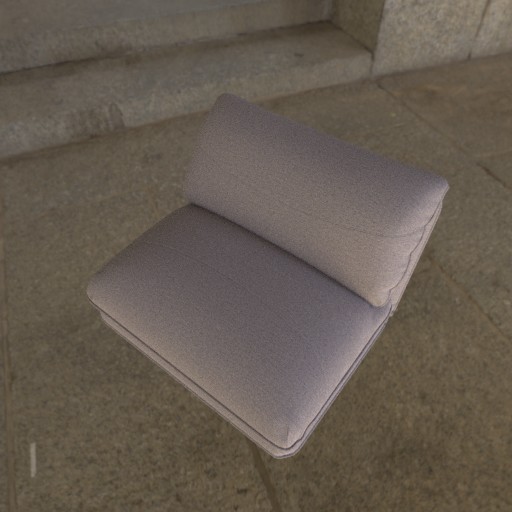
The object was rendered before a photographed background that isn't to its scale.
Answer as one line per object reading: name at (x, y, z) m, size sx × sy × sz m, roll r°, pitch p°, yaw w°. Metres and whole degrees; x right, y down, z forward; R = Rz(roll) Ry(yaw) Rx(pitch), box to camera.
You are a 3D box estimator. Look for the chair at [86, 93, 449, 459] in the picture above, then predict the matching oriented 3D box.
chair at (0.000, 0.000, 1.359) m, size 0.820 × 0.580 × 0.780 m, roll 30°, pitch 54°, yaw 25°
